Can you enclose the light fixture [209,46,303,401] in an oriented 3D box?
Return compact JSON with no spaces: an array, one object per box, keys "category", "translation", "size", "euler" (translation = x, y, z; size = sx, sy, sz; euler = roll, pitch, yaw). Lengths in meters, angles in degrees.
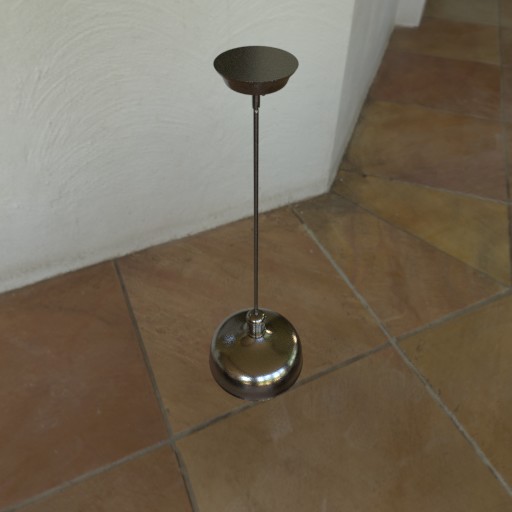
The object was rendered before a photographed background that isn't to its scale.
[{"category":"light fixture","translation":[0.000,0.000,1.078],"size":[0.299,0.935,0.299],"euler":[-16,48,-15]}]
